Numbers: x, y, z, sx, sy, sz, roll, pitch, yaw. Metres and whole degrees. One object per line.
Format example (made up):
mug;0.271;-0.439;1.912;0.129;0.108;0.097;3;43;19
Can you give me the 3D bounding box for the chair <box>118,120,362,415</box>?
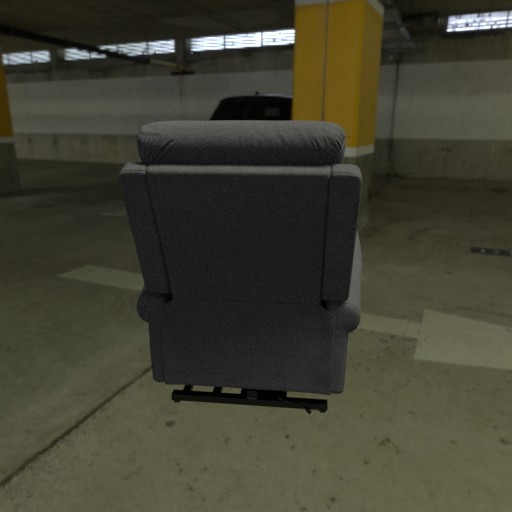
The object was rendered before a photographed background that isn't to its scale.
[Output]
chair;0.000;0.000;1.770;0.871;1.031;0.979;2;17;6
